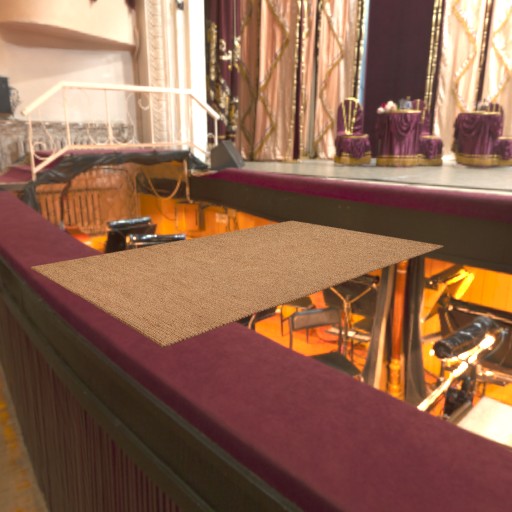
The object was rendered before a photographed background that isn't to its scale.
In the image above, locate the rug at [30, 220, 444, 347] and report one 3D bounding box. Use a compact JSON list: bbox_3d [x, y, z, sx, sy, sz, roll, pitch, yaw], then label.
[{"bbox_3d":[0.000,0.000,3.045,2.439,0.011,1.533,-13,20,-42],"label":"rug"}]
